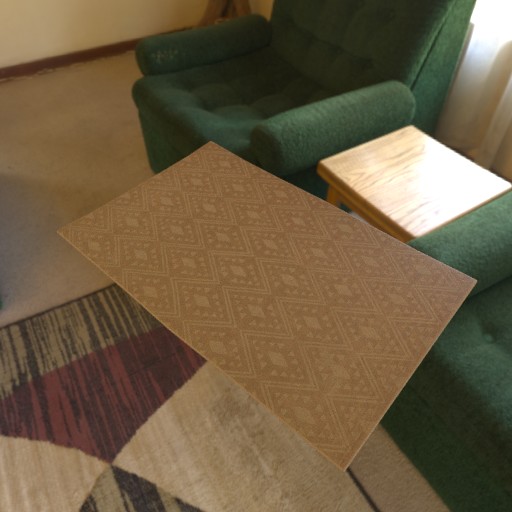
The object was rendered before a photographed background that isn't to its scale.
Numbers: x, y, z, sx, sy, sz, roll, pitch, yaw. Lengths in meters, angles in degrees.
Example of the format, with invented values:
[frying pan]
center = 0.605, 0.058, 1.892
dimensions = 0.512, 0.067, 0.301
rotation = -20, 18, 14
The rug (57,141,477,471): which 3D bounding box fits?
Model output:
[rug]
center = 0.000, 0.000, 2.999
dimensions = 2.430, 0.053, 1.553
rotation = 33, 55, 27
